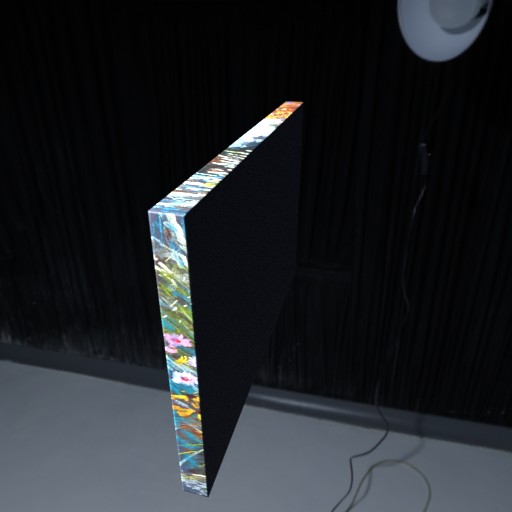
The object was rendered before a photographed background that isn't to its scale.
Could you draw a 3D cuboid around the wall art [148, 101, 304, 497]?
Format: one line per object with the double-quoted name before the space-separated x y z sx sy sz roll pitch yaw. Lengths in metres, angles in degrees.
"wall art" 0.000 0.000 0.755 0.037 0.406 0.610 7 29 13
